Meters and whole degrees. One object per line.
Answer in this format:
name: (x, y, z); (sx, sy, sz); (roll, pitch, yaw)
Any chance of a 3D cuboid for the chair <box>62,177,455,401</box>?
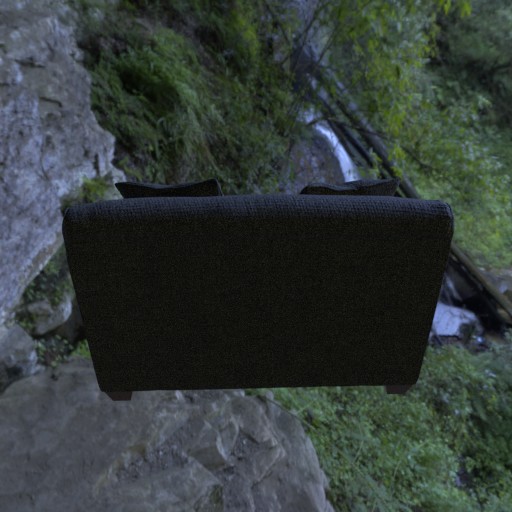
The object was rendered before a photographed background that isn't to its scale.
chair: (0.000, 0.000, 2.128); (1.383, 0.948, 1.000); (-1, 30, -2)
